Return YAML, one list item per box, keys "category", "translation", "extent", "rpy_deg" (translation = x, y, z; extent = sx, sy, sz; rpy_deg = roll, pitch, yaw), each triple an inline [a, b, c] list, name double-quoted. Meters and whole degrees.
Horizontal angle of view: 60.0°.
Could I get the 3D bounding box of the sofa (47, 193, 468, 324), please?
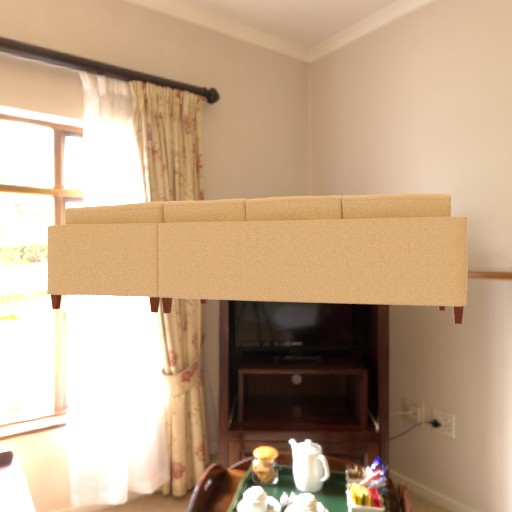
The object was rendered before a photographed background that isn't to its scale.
- category: "sofa"
  translation: [0.000, 0.000, 4.250]
  extent: [3.471, 0.954, 1.599]
  rpy_deg: [0, 0, 15]
